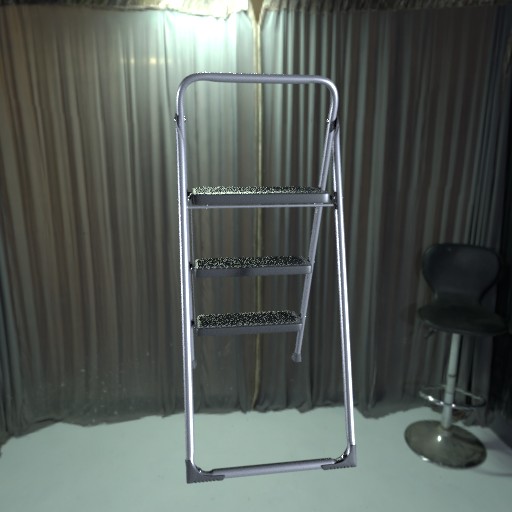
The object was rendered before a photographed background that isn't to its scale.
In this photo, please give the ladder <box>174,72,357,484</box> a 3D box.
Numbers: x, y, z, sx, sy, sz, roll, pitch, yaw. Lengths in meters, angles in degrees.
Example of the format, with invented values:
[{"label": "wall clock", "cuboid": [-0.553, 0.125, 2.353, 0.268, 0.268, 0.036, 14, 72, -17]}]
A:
[{"label": "ladder", "cuboid": [0.000, 0.000, 1.257, 0.430, 0.945, 0.629, -2, 13, -8]}]
